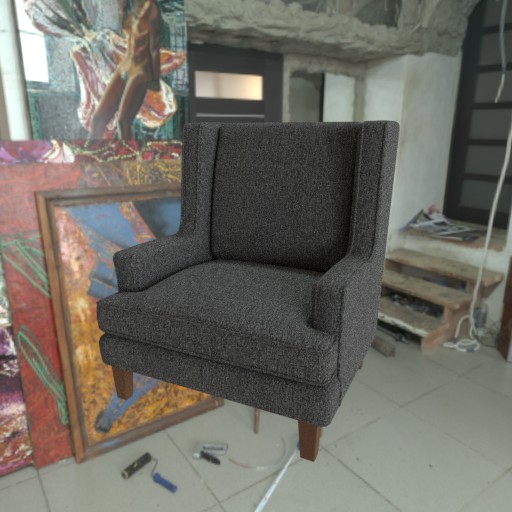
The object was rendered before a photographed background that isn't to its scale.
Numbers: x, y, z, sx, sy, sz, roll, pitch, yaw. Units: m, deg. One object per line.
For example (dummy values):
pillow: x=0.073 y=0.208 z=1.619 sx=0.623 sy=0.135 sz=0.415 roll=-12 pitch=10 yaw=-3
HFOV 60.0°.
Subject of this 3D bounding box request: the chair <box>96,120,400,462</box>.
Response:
chair: x=0.000 y=0.000 z=1.840 sx=0.942 sy=1.082 sz=0.927 roll=7 pitch=17 yaw=25
